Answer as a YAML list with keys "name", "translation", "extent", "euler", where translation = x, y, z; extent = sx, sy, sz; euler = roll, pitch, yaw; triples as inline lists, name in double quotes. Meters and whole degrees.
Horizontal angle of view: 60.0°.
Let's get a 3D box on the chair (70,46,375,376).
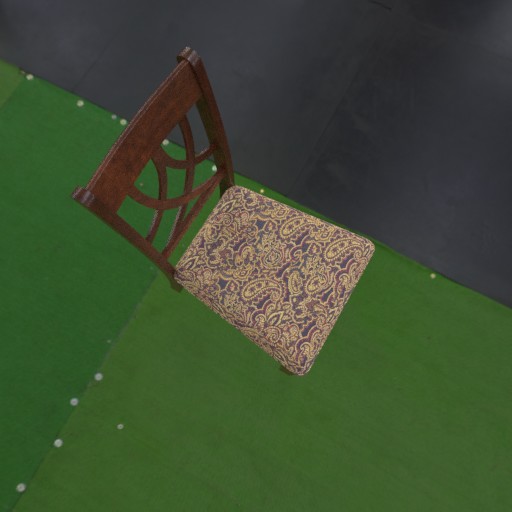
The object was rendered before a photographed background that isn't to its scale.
- name: "chair"
  translation: [0.000, 0.000, 1.285]
  extent: [0.584, 0.965, 0.457]
  euler: [30, 76, 8]
